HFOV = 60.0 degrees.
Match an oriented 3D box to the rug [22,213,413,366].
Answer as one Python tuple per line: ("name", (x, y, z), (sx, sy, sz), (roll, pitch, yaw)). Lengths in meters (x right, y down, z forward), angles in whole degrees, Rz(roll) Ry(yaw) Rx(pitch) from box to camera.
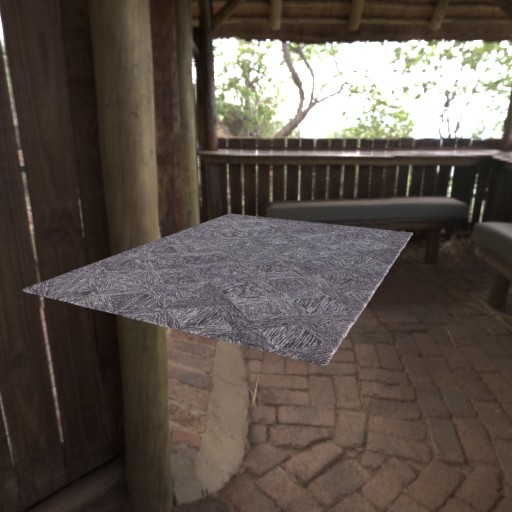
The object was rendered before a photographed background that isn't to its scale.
("rug", (0.000, 0.000, 4.250), (2.448, 0.017, 3.204), (8, 19, 25))
